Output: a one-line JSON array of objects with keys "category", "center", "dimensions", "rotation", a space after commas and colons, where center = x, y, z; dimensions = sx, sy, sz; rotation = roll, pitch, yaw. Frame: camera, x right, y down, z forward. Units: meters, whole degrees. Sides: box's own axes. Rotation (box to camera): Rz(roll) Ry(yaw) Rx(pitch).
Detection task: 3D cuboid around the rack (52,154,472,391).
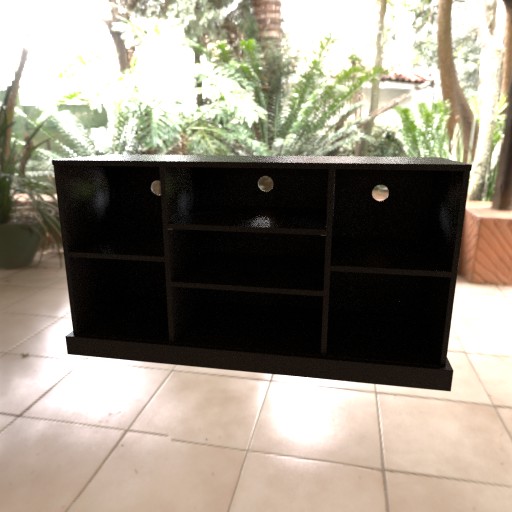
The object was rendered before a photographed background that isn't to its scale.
[{"category": "rack", "center": [0.000, 0.000, 1.478], "dimensions": [1.206, 0.635, 0.399], "rotation": [3, 16, 10]}]
